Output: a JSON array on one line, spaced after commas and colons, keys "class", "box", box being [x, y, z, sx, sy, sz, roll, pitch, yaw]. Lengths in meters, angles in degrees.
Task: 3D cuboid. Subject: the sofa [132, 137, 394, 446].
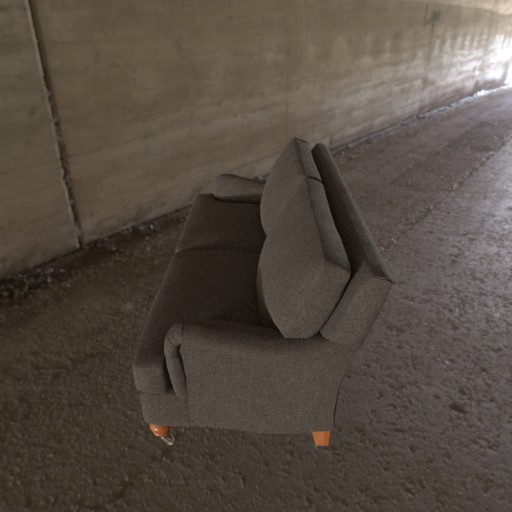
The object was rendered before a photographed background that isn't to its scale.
[{"class": "sofa", "box": [0.000, 0.000, 2.814, 1.087, 1.054, 2.160, 0, 28, 1]}]
